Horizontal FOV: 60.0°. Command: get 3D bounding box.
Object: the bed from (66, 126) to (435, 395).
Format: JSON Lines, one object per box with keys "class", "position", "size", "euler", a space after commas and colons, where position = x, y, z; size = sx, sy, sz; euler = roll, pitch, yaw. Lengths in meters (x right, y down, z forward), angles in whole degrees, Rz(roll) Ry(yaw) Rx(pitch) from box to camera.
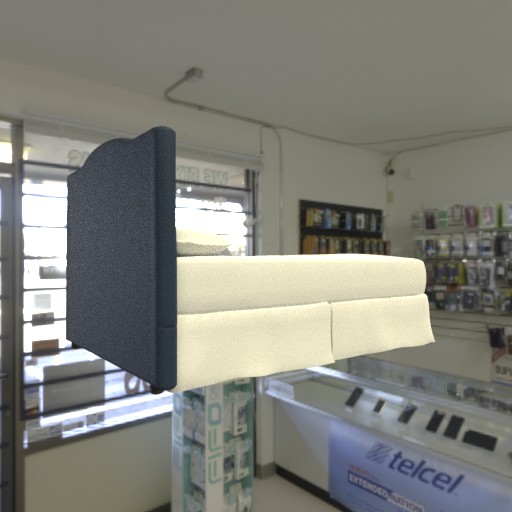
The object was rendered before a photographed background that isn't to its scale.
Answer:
{"class": "bed", "position": [0.000, 0.000, 3.594], "size": [2.507, 1.441, 1.741], "euler": [0, -1, -37]}
